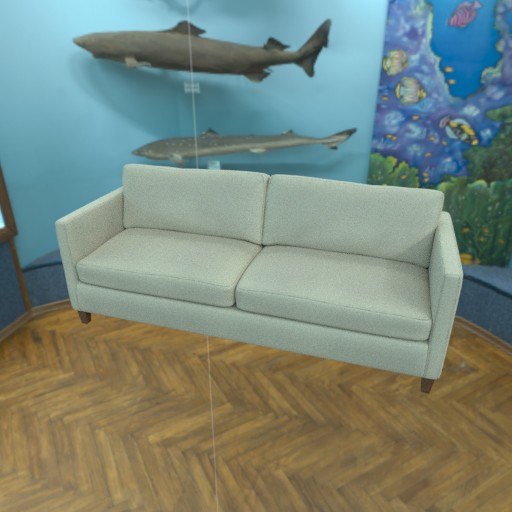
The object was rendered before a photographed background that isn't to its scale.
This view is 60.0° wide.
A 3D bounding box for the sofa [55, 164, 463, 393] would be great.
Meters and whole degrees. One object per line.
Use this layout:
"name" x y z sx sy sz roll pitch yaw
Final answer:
"sofa" 0.000 0.000 2.911 2.361 0.968 0.951 8 27 16
